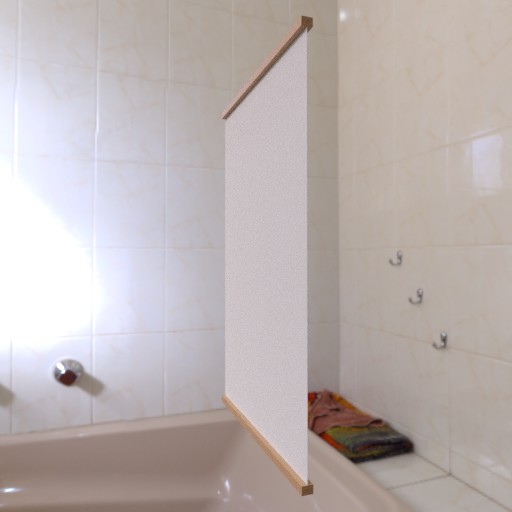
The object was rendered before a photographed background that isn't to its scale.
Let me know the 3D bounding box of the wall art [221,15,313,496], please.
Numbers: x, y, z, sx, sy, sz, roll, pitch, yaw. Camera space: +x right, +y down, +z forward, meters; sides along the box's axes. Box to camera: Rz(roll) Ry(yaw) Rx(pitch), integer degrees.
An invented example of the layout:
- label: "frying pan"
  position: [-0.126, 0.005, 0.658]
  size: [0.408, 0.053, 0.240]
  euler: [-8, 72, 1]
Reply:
- label: "wall art"
  position: [0.000, 0.000, 0.631]
  size: [0.013, 0.510, 0.335]
  euler: [0, -1, -19]
